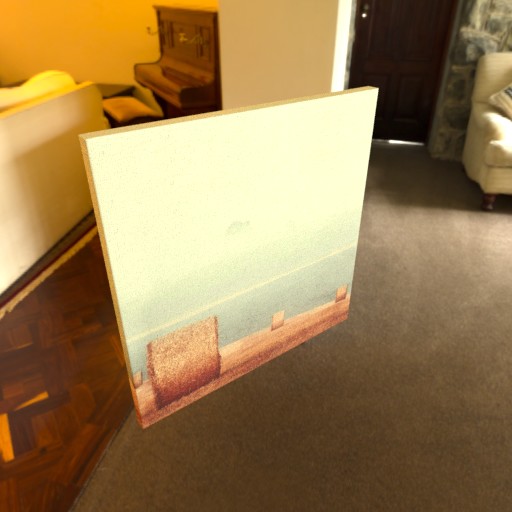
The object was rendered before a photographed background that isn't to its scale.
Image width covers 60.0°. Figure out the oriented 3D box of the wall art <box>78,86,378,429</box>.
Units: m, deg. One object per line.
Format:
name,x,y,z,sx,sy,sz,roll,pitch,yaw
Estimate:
wall art,0.000,0.000,0.925,0.605,0.605,0.034,-21,37,-31
